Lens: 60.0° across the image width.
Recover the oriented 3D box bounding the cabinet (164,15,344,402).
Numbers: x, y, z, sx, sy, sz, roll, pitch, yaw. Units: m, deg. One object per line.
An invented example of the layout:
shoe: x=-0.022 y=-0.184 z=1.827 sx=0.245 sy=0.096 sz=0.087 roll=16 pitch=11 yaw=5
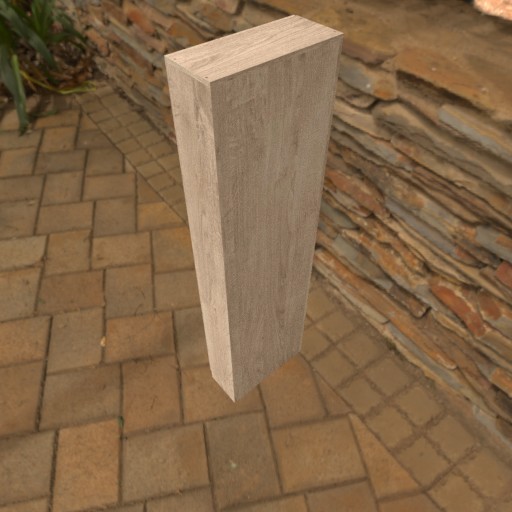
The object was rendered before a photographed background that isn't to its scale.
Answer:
cabinet: x=0.000 y=0.000 z=1.932 sx=0.500 sy=1.790 sz=0.230 roll=-32 pitch=54 yaw=-27
